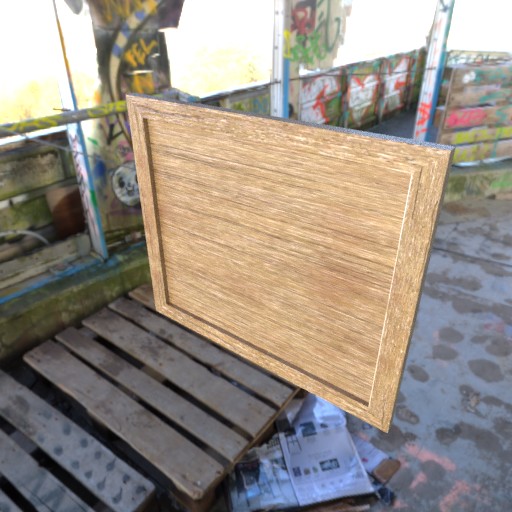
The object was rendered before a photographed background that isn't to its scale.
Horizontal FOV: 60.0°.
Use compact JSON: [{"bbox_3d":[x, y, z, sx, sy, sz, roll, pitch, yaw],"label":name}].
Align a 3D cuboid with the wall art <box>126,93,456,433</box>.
[{"bbox_3d":[0.000,0.000,0.946,0.690,0.588,0.026,21,36,31],"label":"wall art"}]
